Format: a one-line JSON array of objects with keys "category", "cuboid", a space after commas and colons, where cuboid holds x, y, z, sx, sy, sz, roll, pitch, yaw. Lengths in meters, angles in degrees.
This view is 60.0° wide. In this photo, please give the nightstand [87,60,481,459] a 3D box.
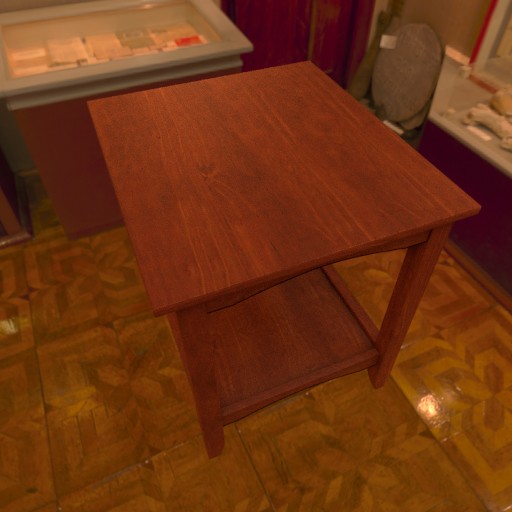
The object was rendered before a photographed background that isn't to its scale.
[{"category": "nightstand", "cuboid": [0.000, 0.000, 0.975, 0.501, 0.558, 0.558, -17, 49, -15]}]
